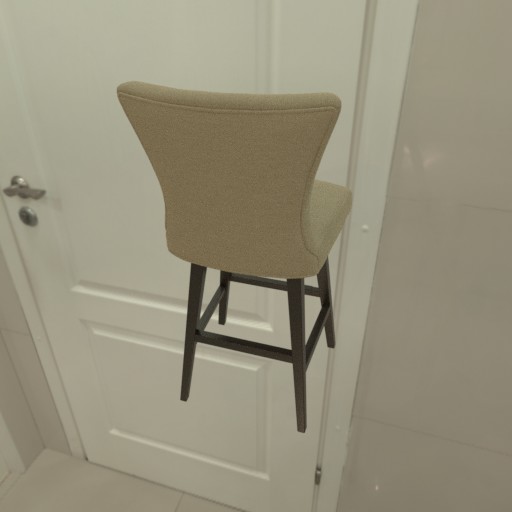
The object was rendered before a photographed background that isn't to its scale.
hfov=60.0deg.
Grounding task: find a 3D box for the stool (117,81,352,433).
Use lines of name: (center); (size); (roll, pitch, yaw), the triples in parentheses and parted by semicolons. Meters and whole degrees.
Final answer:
stool: (0.000, 0.000, 1.398); (0.514, 1.086, 0.574); (9, 32, 15)
